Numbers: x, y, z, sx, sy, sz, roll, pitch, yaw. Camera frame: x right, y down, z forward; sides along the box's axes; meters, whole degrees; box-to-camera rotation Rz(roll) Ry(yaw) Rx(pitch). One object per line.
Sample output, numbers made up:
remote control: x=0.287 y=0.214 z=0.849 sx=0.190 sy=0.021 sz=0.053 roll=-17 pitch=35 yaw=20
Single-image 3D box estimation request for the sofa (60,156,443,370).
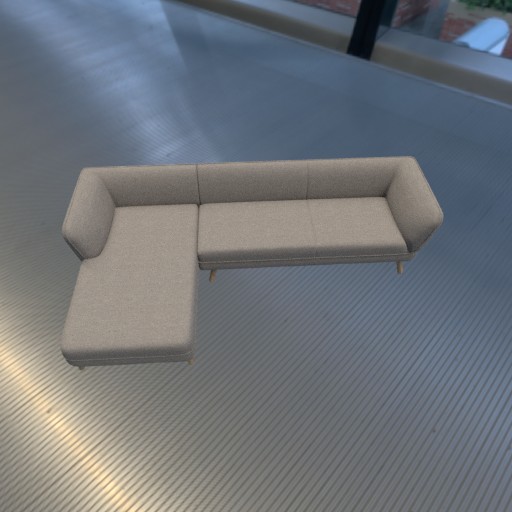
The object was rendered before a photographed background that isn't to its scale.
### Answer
sofa: x=0.000 y=0.000 z=3.245 sx=2.653 sy=0.693 sz=1.532 roll=-2 pitch=47 yaw=-2
